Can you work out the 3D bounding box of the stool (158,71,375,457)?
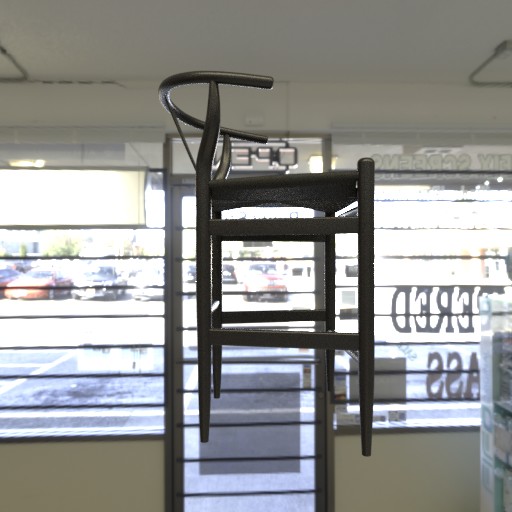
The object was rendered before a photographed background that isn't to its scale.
[{"bbox_3d":[0.000,0.000,1.343,0.579,0.970,0.569,0,0,0],"label":"stool"}]
